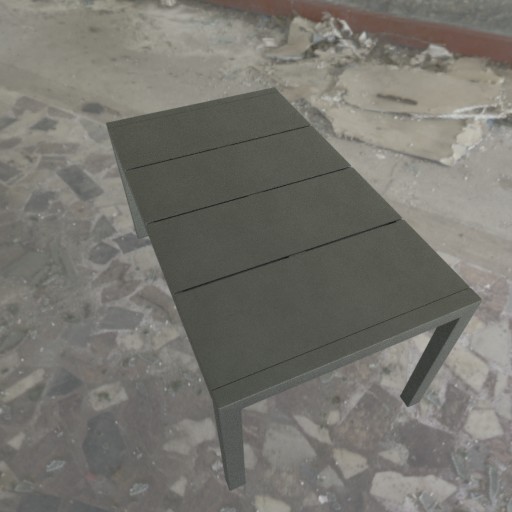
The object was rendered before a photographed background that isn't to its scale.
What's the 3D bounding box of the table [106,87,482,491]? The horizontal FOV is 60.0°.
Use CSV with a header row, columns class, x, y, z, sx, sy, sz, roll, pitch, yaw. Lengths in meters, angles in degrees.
class,x,y,z,sx,sy,sz,roll,pitch,yaw
table,0.000,0.000,1.267,0.559,0.460,0.965,-18,50,-16
